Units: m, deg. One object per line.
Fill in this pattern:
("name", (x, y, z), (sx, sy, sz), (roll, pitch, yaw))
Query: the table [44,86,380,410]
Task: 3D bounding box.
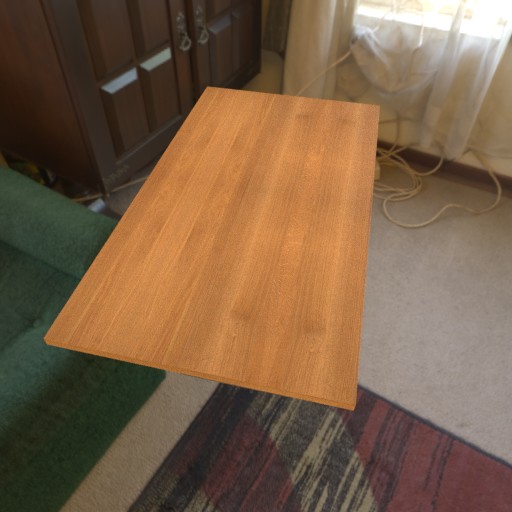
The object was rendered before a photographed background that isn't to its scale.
("table", (0.000, 0.000, 2.026), (0.900, 0.750, 1.600), (10, 48, 9))
